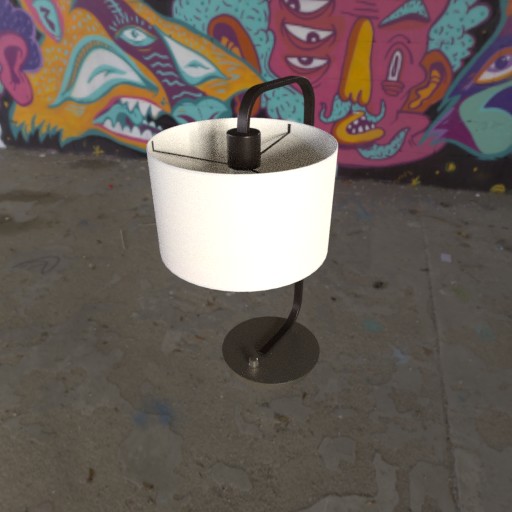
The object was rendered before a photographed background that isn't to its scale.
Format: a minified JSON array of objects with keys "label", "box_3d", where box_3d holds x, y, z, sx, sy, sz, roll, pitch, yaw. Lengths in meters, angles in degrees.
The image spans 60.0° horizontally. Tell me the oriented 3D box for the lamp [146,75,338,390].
[{"label":"lamp","box_3d":[0.000,0.000,0.652,0.230,0.473,0.288,19,36,29]}]
